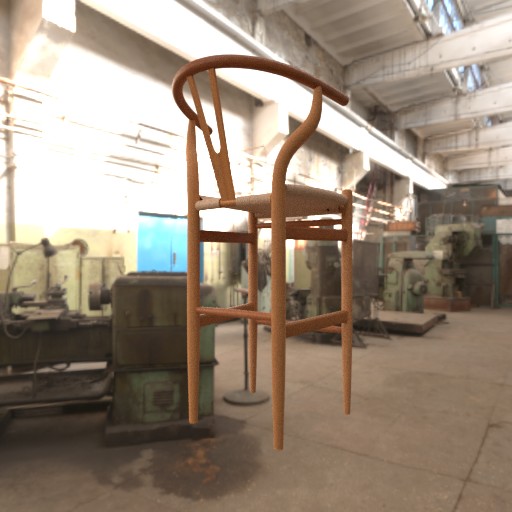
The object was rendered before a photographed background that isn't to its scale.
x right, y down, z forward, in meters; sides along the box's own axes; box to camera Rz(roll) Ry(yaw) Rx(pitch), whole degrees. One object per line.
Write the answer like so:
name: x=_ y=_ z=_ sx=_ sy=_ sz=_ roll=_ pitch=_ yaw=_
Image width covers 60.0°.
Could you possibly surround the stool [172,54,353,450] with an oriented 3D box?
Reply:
stool: x=0.000 y=0.000 z=1.419 sx=0.574 sy=1.068 sz=0.561 roll=0 pitch=0 yaw=36
